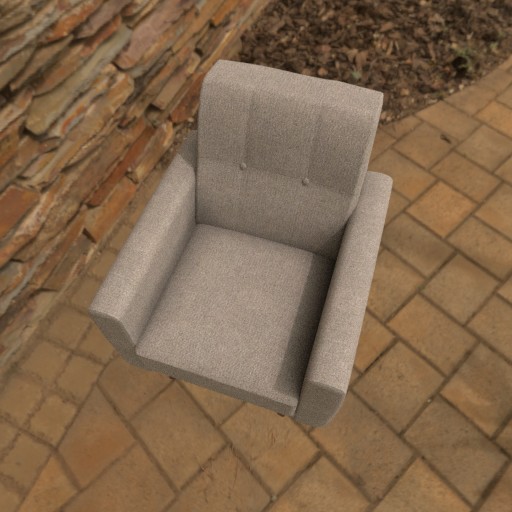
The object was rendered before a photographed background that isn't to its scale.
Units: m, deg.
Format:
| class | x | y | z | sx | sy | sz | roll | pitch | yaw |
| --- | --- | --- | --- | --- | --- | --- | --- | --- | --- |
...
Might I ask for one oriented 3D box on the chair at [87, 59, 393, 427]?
| class | x | y | z | sx | sy | sz | roll | pitch | yaw |
| --- | --- | --- | --- | --- | --- | --- | --- | --- | --- |
| chair | 0.000 | 0.000 | 1.658 | 0.845 | 0.968 | 0.942 | 16 | 59 | 10 |
